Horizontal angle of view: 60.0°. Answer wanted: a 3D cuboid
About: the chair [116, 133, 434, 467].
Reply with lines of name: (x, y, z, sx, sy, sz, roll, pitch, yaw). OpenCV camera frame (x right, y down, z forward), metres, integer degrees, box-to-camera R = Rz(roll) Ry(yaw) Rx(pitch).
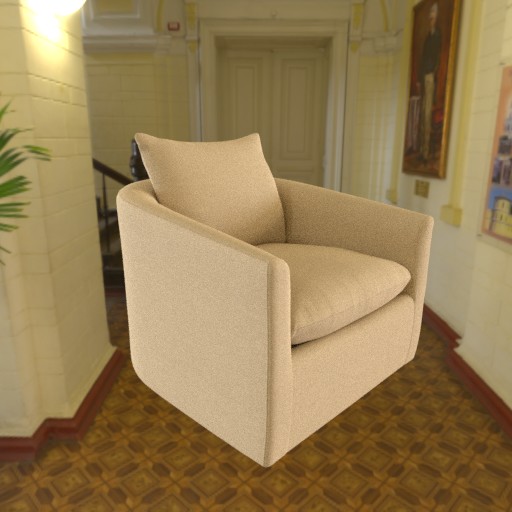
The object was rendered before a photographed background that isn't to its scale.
chair: (0.000, 0.000, 1.571, 0.910, 0.848, 0.845, 14, 20, 43)
